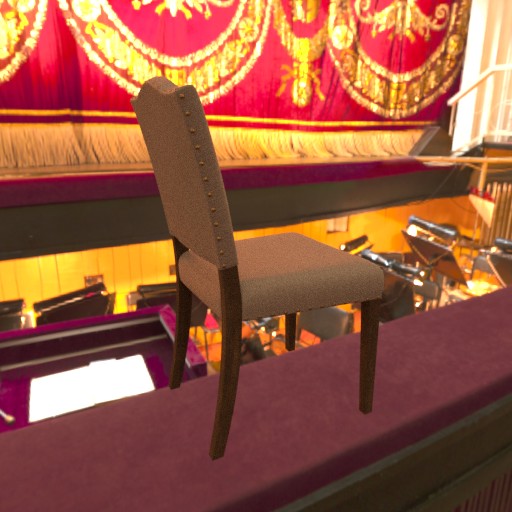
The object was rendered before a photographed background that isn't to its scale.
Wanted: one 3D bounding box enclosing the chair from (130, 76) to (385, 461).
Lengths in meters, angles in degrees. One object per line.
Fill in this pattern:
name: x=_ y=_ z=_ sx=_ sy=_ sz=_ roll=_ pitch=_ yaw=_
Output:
chair: x=0.000 y=0.000 z=1.381 sx=0.620 sy=1.020 sz=0.508 roll=-9 pitch=19 yaw=-26
